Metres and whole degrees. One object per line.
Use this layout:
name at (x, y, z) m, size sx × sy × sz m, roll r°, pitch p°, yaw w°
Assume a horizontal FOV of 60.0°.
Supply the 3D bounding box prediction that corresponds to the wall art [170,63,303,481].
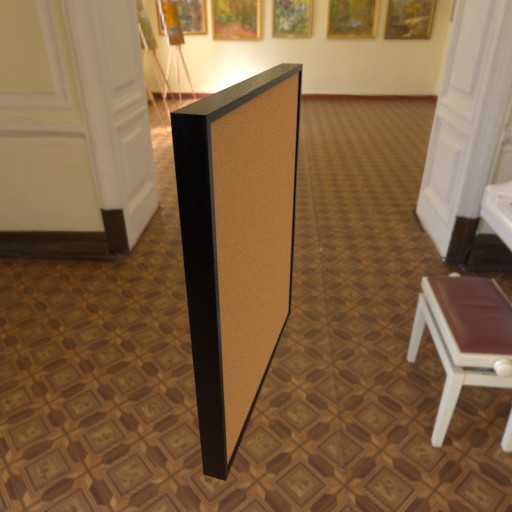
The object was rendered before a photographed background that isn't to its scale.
wall art at (0.000, 0.000, 0.745) m, size 0.039 × 0.553 × 0.451 m, roll 8°, pitch 30°, yaw 15°
